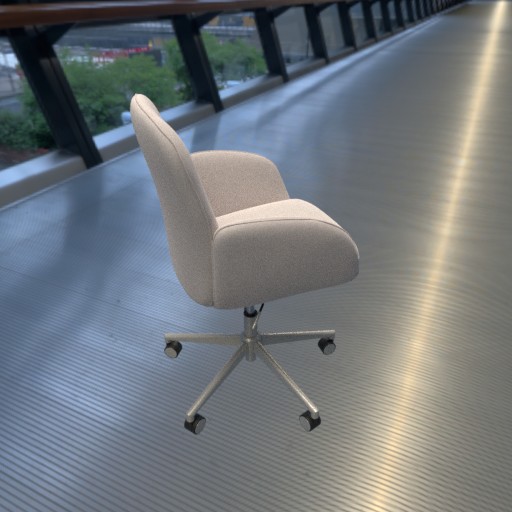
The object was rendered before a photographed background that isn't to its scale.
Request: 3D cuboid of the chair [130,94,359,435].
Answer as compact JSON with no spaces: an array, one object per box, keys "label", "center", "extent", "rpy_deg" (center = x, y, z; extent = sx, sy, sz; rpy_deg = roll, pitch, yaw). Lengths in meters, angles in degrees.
[{"label":"chair","center":[0.000,0.000,1.382],"extent":[0.633,0.959,0.648],"rpy_deg":[-10,32,-17]}]
